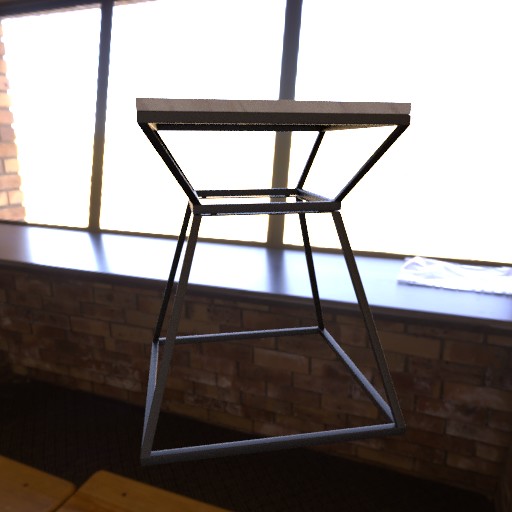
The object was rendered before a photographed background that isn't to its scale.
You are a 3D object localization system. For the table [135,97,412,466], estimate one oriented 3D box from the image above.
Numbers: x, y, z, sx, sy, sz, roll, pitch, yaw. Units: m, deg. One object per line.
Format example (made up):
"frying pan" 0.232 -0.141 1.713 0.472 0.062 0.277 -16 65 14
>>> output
"table" 0.000 0.000 0.892 0.455 0.559 0.455 -3 14 -10
